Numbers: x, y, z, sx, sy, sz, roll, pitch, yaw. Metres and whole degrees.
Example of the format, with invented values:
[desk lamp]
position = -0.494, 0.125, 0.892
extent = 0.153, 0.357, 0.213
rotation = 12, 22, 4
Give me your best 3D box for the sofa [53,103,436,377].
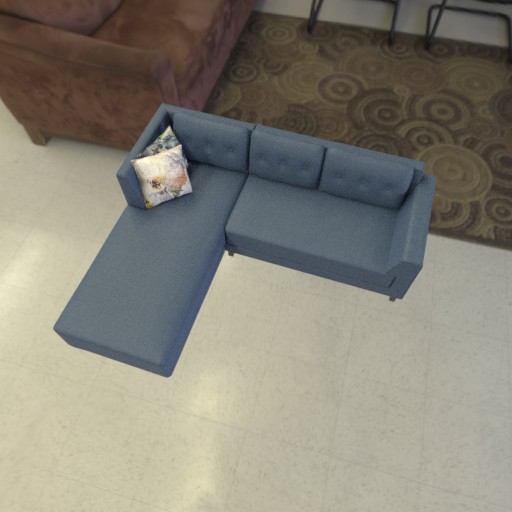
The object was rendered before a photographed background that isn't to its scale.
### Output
[sofa]
position = 0.000, 0.000, 3.052
extent = 2.120, 0.787, 1.829
rotation = 16, 60, 9
